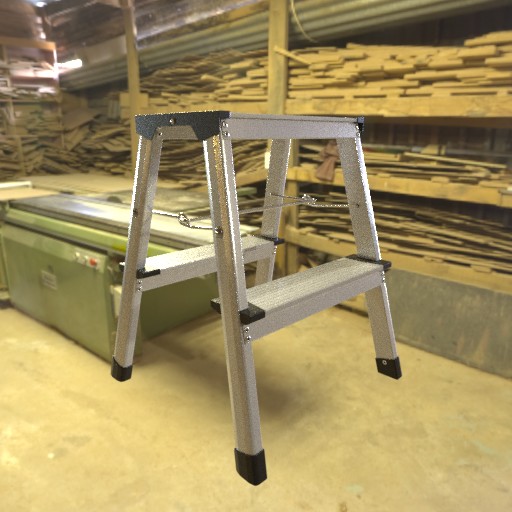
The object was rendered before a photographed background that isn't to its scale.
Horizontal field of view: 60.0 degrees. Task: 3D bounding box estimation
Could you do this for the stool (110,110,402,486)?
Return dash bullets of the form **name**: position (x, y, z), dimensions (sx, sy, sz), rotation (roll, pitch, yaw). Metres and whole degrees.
- **stool**: position (0.000, 0.000, 0.796), dimensions (0.404, 0.480, 0.405), rotation (-15, 21, -43)
